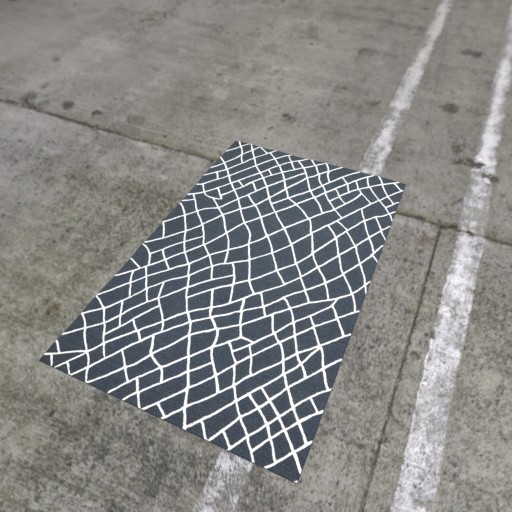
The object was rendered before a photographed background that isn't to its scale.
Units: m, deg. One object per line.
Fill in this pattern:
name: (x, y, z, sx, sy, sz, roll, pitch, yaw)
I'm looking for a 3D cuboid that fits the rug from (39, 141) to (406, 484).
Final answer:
rug: (0.000, 0.000, 2.998, 1.529, 0.017, 2.448, 18, 49, 17)
